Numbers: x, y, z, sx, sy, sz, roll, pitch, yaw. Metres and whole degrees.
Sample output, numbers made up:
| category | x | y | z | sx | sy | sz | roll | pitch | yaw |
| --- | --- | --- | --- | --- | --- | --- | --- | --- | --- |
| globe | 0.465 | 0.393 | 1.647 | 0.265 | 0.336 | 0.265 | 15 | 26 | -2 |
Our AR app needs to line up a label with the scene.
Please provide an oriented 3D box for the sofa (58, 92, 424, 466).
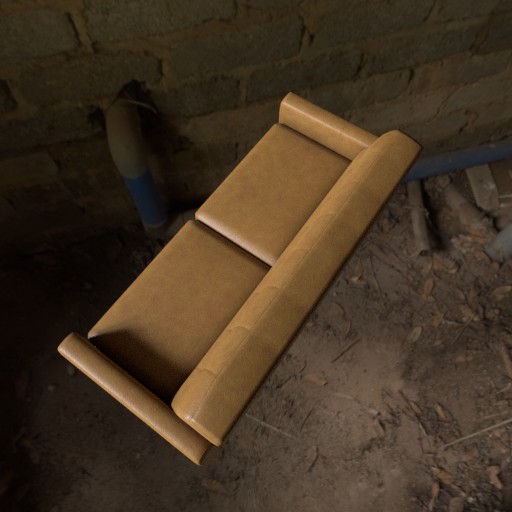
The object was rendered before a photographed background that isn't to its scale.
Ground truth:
| category | x | y | z | sx | sy | sz | roll | pitch | yaw |
| --- | --- | --- | --- | --- | --- | --- | --- | --- | --- |
| sofa | 0.000 | 0.000 | 2.615 | 0.980 | 0.892 | 2.137 | 33 | 69 | 14 |
